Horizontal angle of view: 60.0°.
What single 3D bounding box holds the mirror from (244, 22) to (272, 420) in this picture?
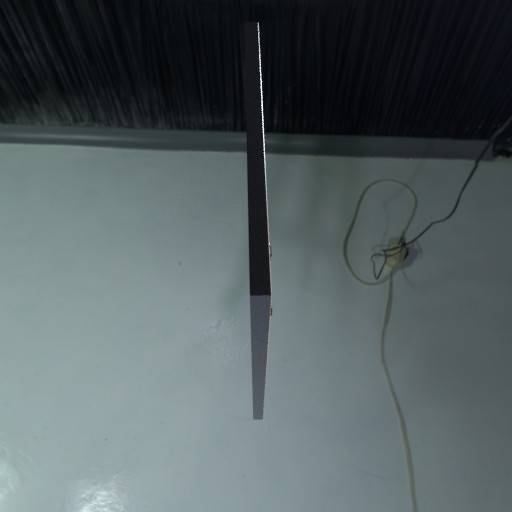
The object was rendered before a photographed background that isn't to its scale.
[{"bbox_3d":[0.000,0.000,1.355,0.040,1.016,0.762,-1,59,-1],"label":"mirror"}]
